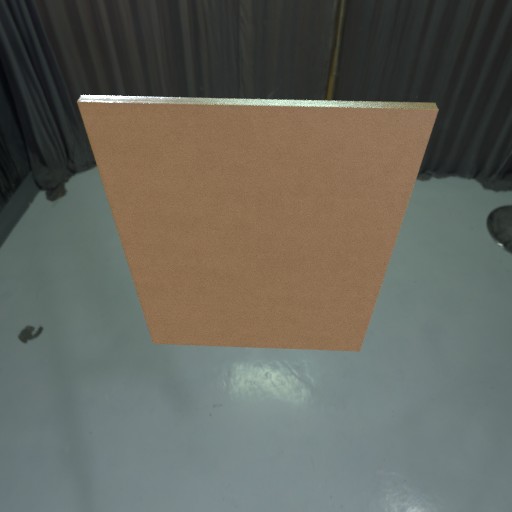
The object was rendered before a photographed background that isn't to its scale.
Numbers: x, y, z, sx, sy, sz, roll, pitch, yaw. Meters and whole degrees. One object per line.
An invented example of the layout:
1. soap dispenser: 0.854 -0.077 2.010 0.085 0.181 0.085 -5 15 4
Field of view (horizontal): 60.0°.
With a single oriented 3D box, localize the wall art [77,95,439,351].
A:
1. wall art: 0.000 0.000 1.353 0.798 1.002 0.030 2 47 2
